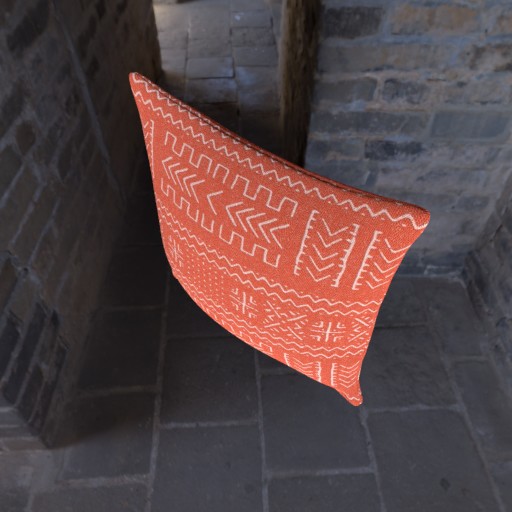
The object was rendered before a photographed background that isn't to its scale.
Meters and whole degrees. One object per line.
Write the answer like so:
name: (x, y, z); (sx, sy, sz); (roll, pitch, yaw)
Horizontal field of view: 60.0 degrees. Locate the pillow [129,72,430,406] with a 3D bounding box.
pillow: (0.000, 0.000, 0.656); (0.438, 0.429, 0.164); (32, 55, 25)
